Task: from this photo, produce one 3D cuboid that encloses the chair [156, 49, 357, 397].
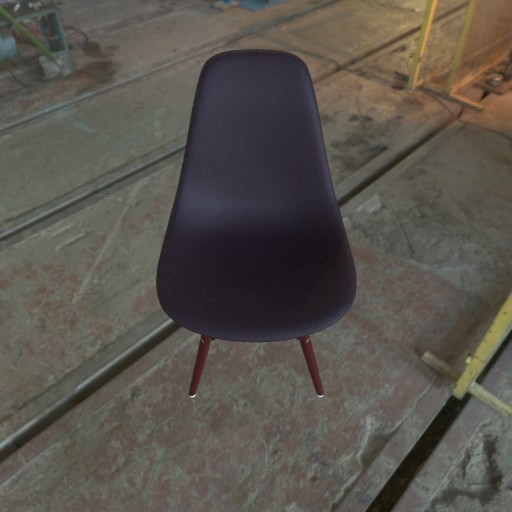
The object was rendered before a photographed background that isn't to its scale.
[{"bbox_3d":[0.000,0.000,1.137,0.470,0.826,0.533,0,47,0],"label":"chair"}]
